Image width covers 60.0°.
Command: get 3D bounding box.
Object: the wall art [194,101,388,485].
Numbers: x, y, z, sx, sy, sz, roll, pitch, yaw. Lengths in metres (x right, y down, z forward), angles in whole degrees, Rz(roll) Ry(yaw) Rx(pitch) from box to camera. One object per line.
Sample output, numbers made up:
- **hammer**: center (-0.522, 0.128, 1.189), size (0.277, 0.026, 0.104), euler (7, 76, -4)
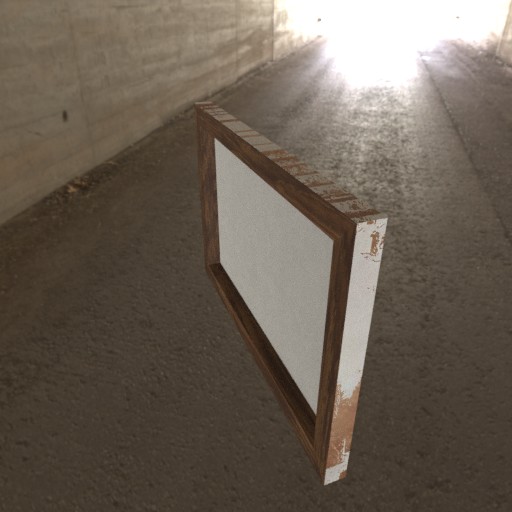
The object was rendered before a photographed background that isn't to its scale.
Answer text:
- **wall art**: center (0.000, 0.000, 0.768), size (0.035, 0.405, 0.609), euler (-11, 32, -18)
